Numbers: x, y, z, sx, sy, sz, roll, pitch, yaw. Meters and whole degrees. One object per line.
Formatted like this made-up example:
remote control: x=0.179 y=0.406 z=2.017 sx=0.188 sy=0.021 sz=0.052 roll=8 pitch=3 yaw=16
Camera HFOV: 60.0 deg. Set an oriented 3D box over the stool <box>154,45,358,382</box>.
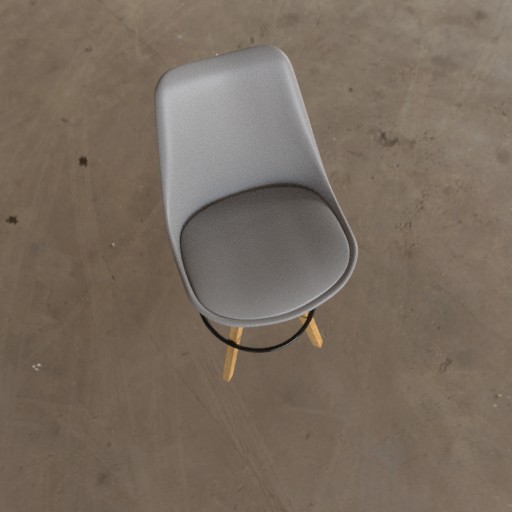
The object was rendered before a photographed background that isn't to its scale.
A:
stool: x=0.000 y=0.000 z=1.413 sx=0.485 sy=1.115 sz=0.550 roll=-18 pitch=65 yaw=-9
